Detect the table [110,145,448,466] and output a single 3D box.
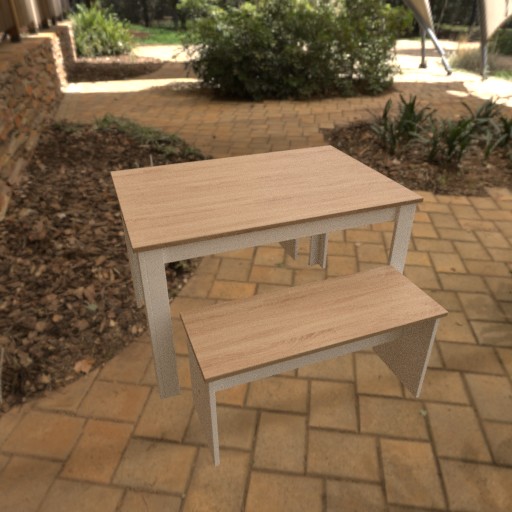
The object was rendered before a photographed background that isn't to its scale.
[{"bbox_3d":[0.000,0.000,2.012,1.100,0.700,1.443,-11,32,-18],"label":"table"}]
